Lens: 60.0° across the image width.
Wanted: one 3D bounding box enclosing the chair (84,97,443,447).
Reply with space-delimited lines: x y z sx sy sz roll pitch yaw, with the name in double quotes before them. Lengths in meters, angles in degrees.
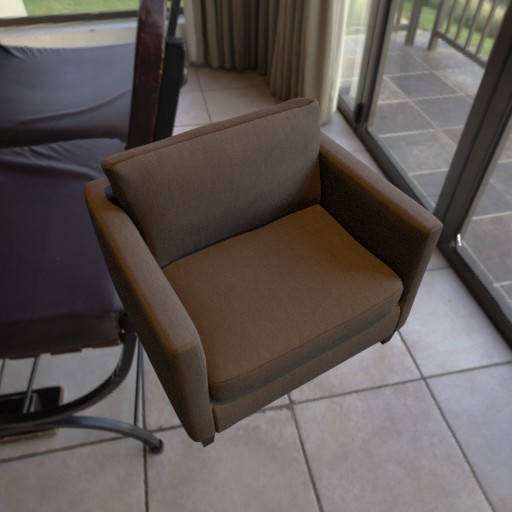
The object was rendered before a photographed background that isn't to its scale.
"chair" 0.000 0.000 1.877 1.107 0.963 0.959 -23 50 -21
